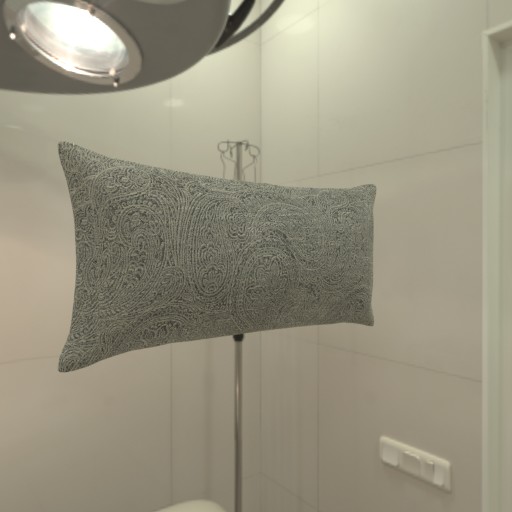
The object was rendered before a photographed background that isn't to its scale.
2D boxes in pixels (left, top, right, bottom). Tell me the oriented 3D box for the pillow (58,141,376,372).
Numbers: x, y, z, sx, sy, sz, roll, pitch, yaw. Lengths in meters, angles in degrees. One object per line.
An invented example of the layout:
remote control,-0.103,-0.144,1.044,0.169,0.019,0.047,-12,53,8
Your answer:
pillow,0.000,0.000,0.739,0.615,0.295,0.151,0,0,-36
